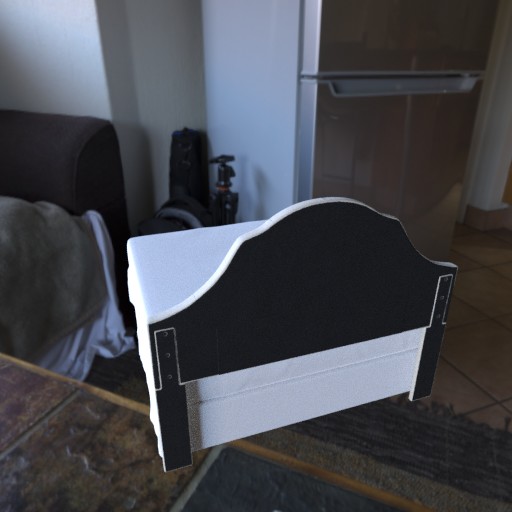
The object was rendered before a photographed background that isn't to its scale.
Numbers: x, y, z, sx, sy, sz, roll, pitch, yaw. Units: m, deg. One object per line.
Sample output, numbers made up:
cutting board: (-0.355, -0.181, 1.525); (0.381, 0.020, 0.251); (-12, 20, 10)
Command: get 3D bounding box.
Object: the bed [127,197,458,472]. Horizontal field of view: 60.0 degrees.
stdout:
bed: (0.000, 0.000, 3.578); (2.008, 1.615, 2.214); (-9, 27, -18)
